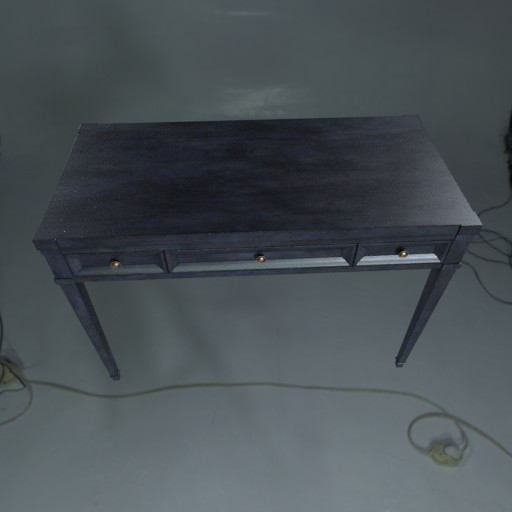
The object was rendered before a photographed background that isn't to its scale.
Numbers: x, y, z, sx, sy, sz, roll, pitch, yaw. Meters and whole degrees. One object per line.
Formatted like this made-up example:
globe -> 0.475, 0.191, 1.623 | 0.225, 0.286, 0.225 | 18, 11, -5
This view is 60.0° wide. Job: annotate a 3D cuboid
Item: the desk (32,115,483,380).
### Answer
desk -> 0.000, 0.000, 1.793 | 1.289, 0.861, 0.630 | -2, 47, -2
